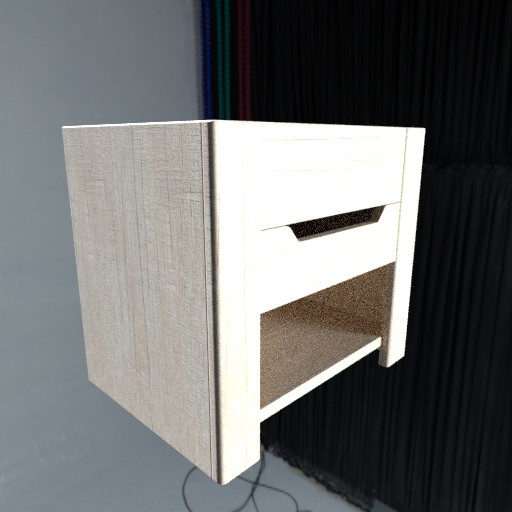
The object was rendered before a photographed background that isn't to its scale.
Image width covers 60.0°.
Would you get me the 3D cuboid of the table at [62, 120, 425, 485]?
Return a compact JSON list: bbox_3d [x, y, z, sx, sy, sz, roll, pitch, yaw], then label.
[{"bbox_3d":[0.000,0.000,0.916,0.420,0.510,0.570,14,20,43],"label":"table"}]
